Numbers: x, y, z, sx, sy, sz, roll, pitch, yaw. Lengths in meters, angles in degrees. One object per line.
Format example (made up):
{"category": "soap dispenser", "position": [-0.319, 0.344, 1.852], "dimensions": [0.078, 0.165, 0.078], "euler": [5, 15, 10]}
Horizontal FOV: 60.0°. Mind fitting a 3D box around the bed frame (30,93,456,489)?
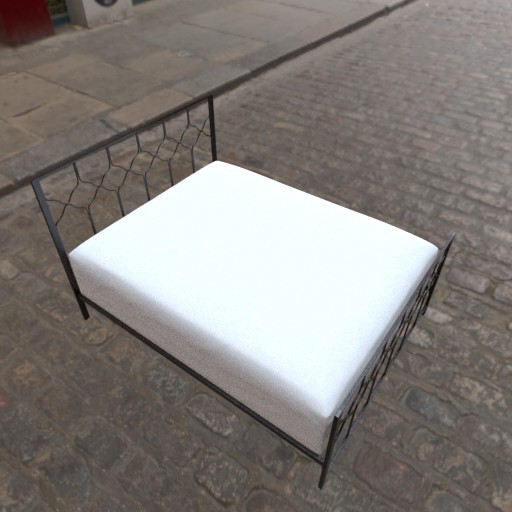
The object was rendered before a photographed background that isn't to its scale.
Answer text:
{"category": "bed frame", "position": [0.000, 0.000, 2.979], "dimensions": [2.063, 1.222, 1.597], "euler": [26, 48, 26]}
